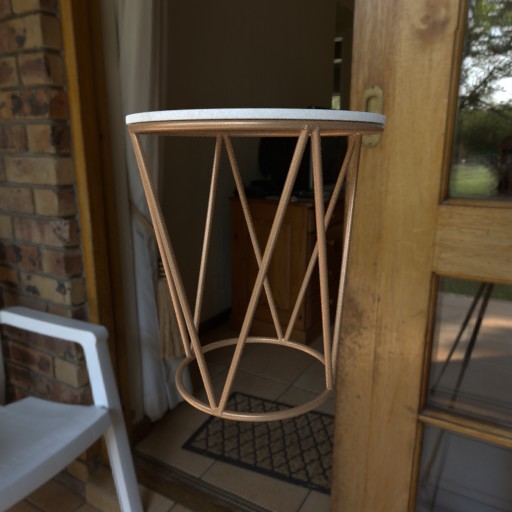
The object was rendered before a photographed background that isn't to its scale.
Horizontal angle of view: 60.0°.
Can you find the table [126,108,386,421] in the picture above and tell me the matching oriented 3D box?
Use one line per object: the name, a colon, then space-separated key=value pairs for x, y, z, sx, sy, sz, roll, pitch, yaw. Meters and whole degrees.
table: x=0.000 y=0.000 z=0.952 sx=0.500 sy=0.564 sz=0.500 roll=0 pitch=14 yaw=0
